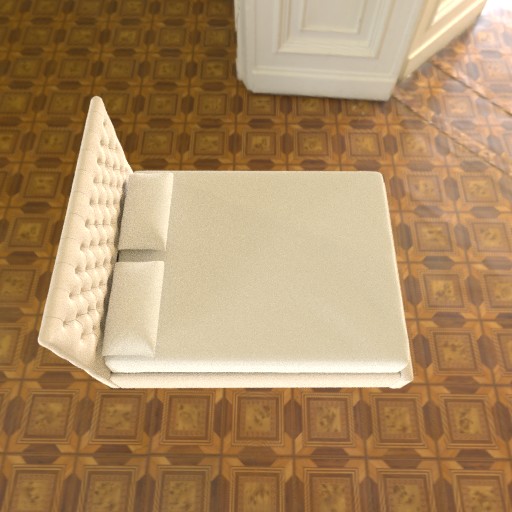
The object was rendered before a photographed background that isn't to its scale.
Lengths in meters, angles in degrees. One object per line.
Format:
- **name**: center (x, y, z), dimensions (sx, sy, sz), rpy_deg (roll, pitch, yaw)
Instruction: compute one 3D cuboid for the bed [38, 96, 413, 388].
- **bed**: center (0.000, 0.000, 3.219), dimensions (2.233, 1.426, 1.696), rpy_deg (0, 64, 0)
